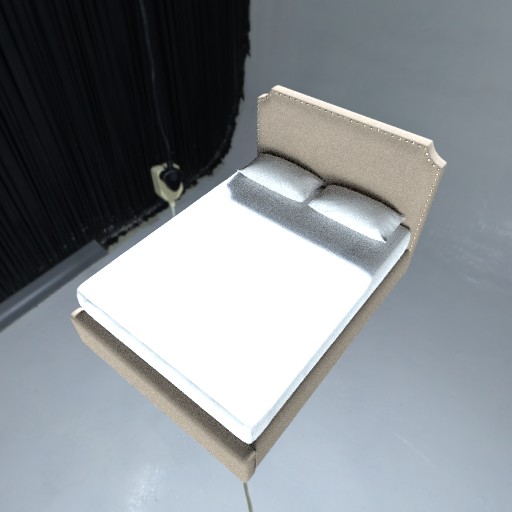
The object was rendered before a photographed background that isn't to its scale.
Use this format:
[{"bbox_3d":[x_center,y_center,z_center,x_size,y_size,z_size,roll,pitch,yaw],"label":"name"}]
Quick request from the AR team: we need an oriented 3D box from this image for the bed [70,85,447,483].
[{"bbox_3d":[0.000,0.000,3.365,1.703,1.415,2.329,30,54,25],"label":"bed"}]
